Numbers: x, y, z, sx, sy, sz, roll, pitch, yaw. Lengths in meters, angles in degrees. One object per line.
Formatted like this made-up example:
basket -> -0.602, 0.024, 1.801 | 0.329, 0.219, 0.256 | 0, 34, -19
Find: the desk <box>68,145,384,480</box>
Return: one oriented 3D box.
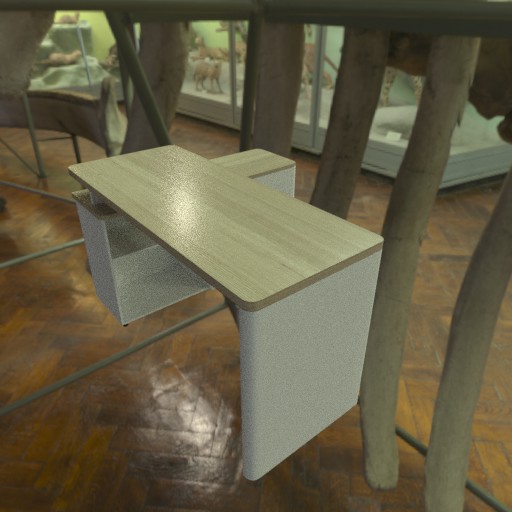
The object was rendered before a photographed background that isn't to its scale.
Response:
desk -> 0.000, 0.000, 2.125 | 1.175, 0.770, 1.400 | -22, 37, -33
